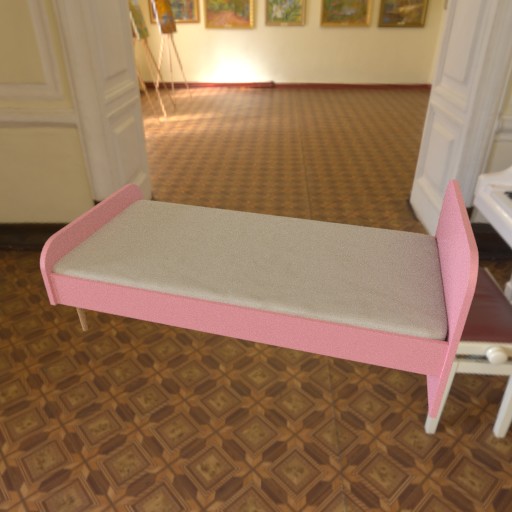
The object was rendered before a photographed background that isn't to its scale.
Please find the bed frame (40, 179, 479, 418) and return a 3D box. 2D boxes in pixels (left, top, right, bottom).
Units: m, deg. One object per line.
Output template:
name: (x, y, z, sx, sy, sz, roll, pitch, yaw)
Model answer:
bed frame: (0.000, 0.000, 2.426, 1.963, 0.805, 0.998, 8, 32, 14)
